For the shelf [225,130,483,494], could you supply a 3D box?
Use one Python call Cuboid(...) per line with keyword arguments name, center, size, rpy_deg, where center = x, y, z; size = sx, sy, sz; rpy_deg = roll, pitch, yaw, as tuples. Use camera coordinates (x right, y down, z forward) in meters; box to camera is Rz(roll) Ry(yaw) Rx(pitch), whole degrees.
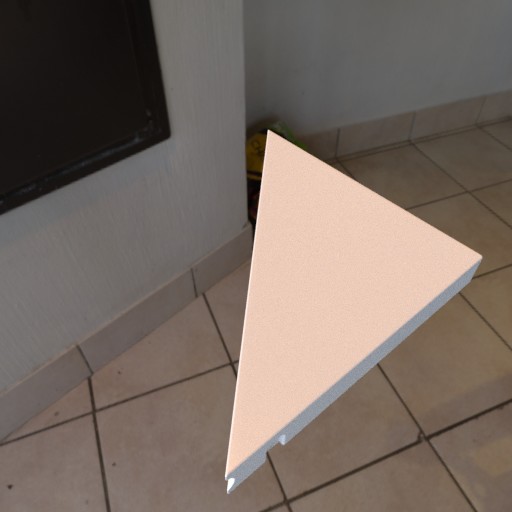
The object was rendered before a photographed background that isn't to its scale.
Cuboid(name="shelf", center=(0.000, 0.000, 0.429), size=(0.296, 0.035, 0.296), rpy_deg=(-31, 53, -27))
